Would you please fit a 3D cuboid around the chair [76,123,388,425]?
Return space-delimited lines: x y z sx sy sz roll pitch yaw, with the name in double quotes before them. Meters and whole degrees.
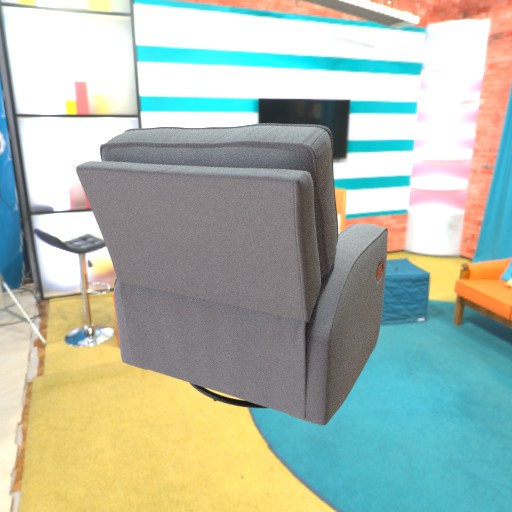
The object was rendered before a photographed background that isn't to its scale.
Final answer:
"chair" 0.000 0.000 1.689 0.861 0.964 0.969 8 18 27
